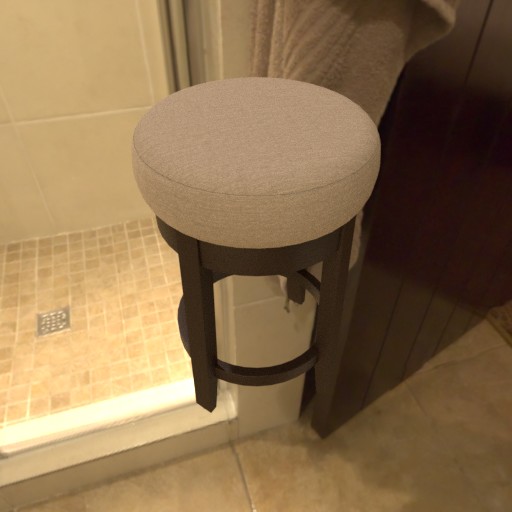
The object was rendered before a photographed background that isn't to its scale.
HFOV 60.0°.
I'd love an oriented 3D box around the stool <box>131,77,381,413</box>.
[{"bbox_3d":[0.000,0.000,0.984,0.443,0.672,0.443,0,42,0],"label":"stool"}]
